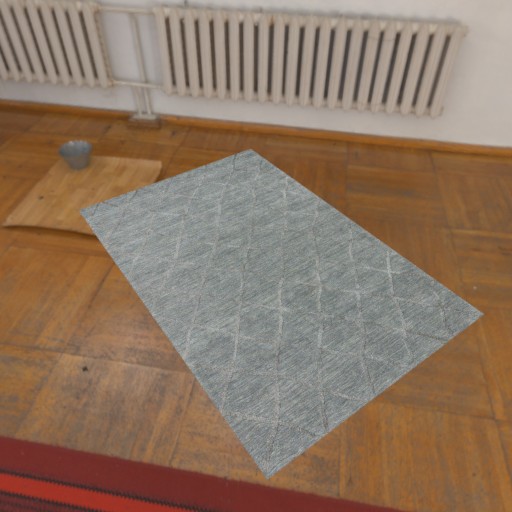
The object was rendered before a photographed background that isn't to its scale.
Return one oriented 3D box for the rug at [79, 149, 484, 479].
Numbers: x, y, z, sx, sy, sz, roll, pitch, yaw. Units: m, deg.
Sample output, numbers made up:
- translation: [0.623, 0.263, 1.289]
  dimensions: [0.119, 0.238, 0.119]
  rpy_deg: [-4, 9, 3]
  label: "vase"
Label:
- translation: [0.000, 0.000, 2.851]
  dimensions: [1.521, 0.006, 2.283]
  rpy_deg: [-26, 49, -25]
  label: "rug"
